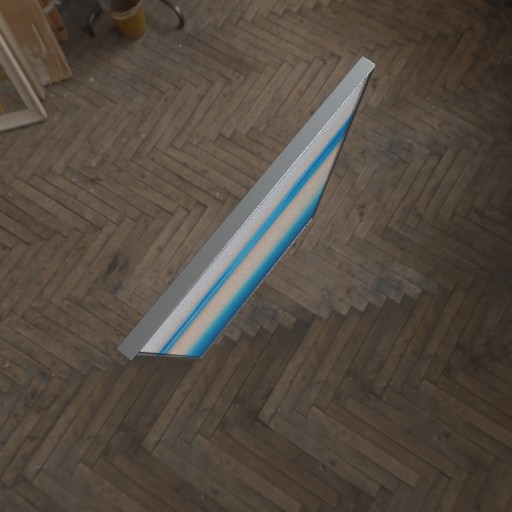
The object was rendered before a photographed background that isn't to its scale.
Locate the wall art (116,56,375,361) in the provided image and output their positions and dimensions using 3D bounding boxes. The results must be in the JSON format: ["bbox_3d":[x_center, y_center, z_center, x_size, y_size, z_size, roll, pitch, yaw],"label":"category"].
[{"bbox_3d":[0.000,0.000,1.414,0.037,1.062,0.801,37,79,8],"label":"wall art"}]
